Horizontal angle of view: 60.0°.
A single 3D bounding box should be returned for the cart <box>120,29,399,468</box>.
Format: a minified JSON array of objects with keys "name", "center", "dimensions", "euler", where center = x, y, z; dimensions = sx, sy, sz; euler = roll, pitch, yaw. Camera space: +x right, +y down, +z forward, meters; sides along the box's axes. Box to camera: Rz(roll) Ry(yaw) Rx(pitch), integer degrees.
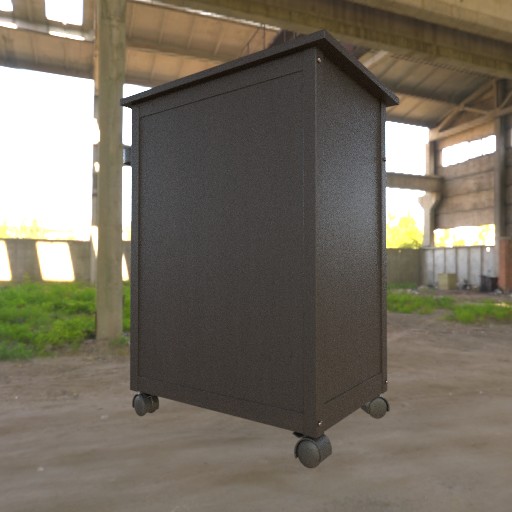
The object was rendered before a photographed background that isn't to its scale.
[{"name":"cart","center":[0.000,0.000,1.239],"dimensions":[0.660,0.879,0.456],"euler":[-1,-1,36]}]
